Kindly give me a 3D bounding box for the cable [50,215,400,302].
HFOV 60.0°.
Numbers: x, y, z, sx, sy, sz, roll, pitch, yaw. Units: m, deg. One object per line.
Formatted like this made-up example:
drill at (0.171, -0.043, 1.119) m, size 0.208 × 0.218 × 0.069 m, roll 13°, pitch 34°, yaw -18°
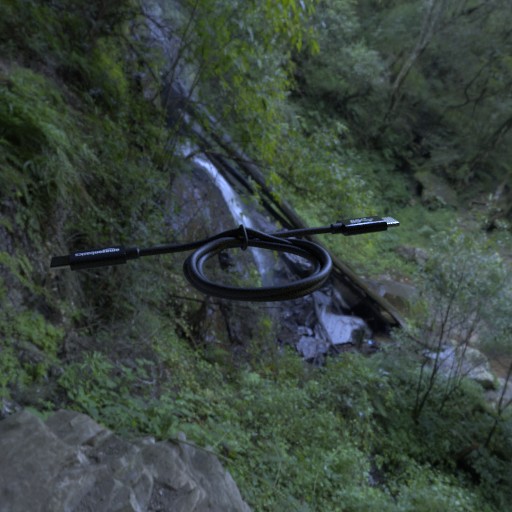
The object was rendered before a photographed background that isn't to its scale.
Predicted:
cable at (0.000, 0.000, 0.210) m, size 0.186 × 0.014 × 0.070 m, roll -8°, pitch 27°, yaw -16°
